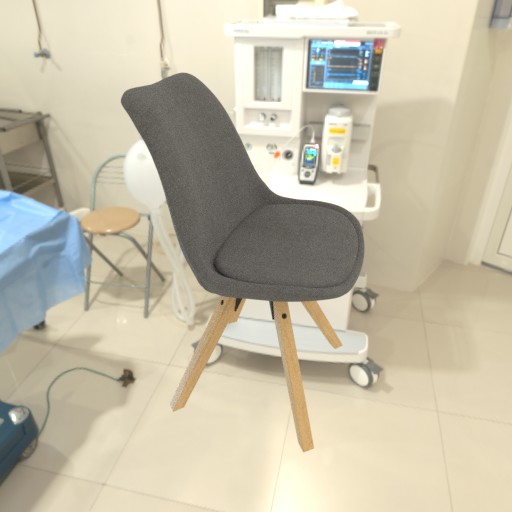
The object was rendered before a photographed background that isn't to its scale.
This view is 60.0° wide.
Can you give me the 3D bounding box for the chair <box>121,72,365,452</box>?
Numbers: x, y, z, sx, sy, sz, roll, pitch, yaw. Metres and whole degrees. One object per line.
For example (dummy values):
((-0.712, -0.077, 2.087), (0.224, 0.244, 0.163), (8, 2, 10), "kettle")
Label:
((0.000, 0.000, 1.179), (0.550, 0.850, 0.485), (11, 33, 17), "chair")
